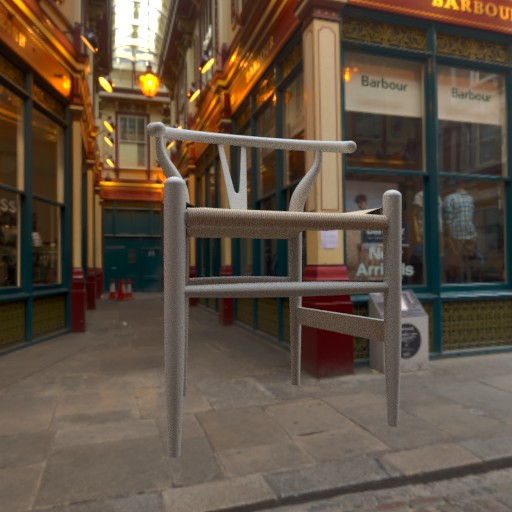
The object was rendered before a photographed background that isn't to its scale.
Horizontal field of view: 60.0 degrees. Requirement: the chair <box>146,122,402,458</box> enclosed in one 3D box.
[{"bbox_3d":[0.000,0.000,1.107,0.533,0.736,0.500,0,-1,-19],"label":"chair"}]
